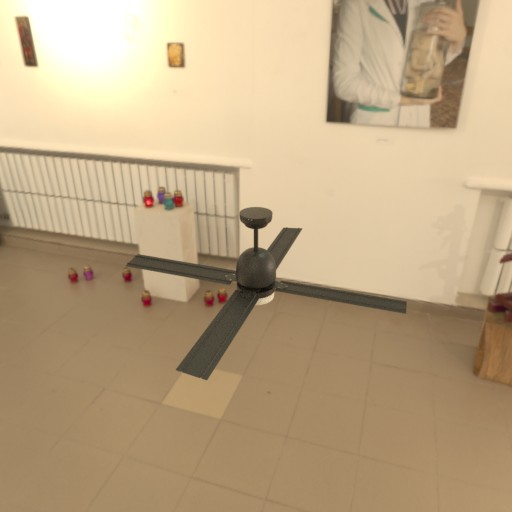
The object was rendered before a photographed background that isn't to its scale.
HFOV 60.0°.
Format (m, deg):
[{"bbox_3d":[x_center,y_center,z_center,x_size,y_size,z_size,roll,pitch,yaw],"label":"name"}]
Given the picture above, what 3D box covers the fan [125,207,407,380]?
[{"bbox_3d":[0.000,0.000,1.967,1.319,0.410,1.319,8,28,16],"label":"fan"}]
